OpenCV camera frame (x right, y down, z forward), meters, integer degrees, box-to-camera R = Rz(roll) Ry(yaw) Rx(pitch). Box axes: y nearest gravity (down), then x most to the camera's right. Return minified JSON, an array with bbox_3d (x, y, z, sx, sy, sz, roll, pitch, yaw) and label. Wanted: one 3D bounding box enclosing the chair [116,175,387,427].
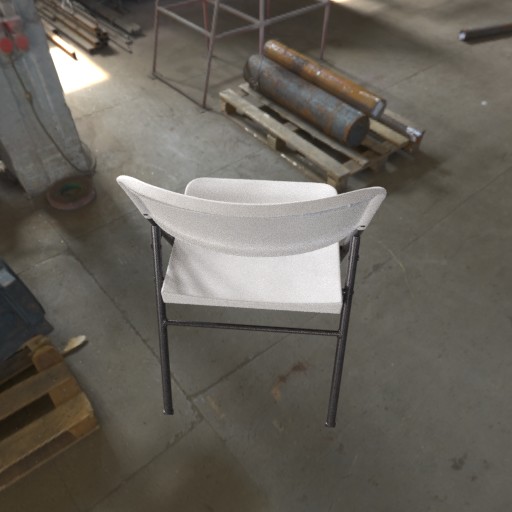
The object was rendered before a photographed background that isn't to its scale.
[{"bbox_3d":[0.000,0.000,1.144,0.494,0.810,0.566,3,48,3],"label":"chair"}]
